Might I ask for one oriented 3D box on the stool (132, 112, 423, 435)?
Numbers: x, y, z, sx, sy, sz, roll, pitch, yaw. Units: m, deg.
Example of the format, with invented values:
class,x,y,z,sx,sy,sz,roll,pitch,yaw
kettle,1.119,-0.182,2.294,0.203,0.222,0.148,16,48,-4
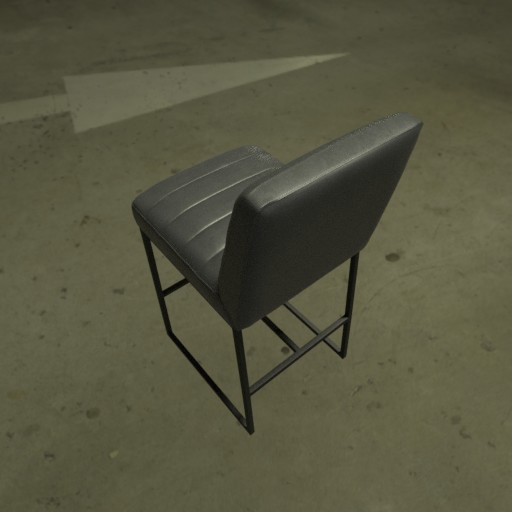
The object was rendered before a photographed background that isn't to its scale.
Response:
class,x,y,z,sx,sy,sz,roll,pitch,yaw
stool,0.000,0.000,1.262,0.457,0.938,0.552,-31,53,-27
